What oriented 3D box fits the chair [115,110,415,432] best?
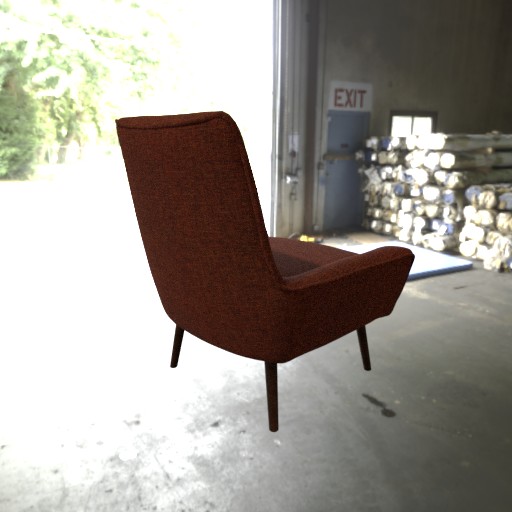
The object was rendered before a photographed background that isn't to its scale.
[{"bbox_3d":[0.000,0.000,1.526,0.784,0.911,0.803,-14,20,-42],"label":"chair"}]
